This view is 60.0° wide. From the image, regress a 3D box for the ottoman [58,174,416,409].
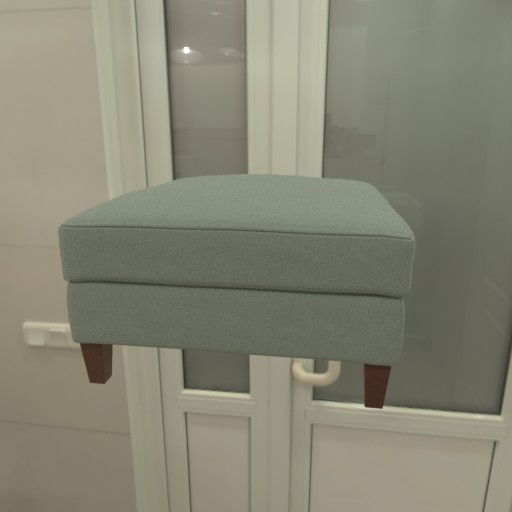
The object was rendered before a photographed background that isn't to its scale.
[{"bbox_3d":[0.000,0.000,1.495,0.842,0.494,0.991,2,16,8],"label":"ottoman"}]
